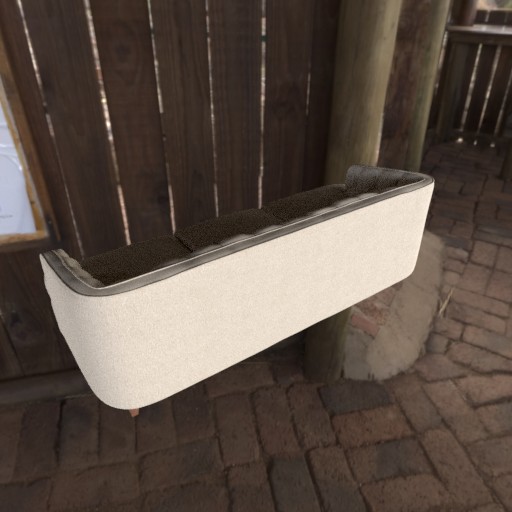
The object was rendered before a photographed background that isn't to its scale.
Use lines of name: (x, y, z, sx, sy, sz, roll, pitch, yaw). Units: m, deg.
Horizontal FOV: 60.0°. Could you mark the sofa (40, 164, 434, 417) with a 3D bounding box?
sofa: (0.000, 0.000, 2.668, 2.235, 0.788, 0.913, -20, 37, -29)
